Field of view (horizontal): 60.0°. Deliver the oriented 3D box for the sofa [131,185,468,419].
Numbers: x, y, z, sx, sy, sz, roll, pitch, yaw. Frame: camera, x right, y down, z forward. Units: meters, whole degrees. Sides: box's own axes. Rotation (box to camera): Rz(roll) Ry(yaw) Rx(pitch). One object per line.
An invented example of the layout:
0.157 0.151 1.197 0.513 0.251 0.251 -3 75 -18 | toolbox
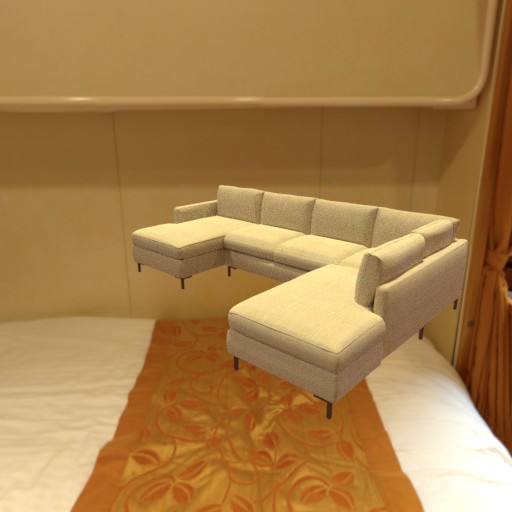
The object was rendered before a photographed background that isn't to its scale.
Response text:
0.000 0.000 3.611 2.737 0.756 1.879 15 23 40 | sofa
